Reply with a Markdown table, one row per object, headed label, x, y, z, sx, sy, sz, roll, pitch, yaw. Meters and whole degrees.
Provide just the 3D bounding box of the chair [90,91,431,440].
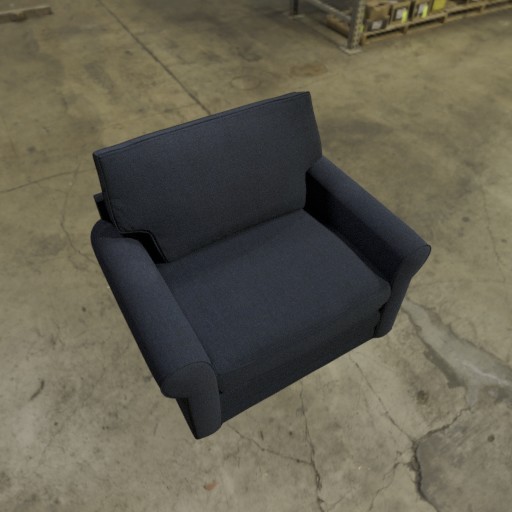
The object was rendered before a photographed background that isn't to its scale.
| label | x | y | z | sx | sy | sz | roll | pitch | yaw |
| --- | --- | --- | --- | --- | --- | --- | --- | --- | --- |
| chair | 0.000 | 0.000 | 2.045 | 1.285 | 1.044 | 0.963 | -24 | 51 | -20 |
